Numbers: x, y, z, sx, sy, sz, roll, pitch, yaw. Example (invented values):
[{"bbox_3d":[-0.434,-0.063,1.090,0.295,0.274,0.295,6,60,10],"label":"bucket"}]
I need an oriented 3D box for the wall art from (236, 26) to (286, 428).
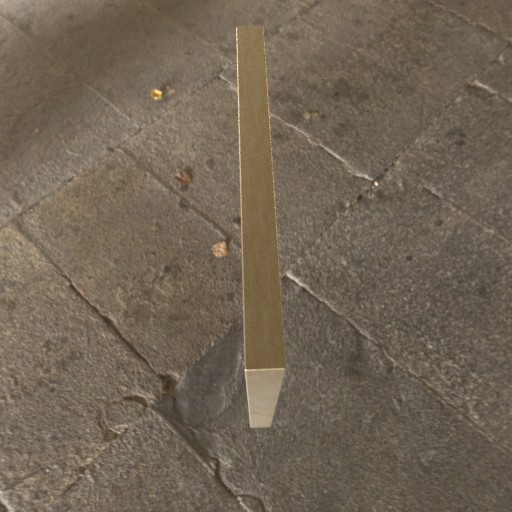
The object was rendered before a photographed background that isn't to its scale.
[{"bbox_3d":[0.000,0.000,0.765,0.040,0.506,0.503,-2,63,-1],"label":"wall art"}]
